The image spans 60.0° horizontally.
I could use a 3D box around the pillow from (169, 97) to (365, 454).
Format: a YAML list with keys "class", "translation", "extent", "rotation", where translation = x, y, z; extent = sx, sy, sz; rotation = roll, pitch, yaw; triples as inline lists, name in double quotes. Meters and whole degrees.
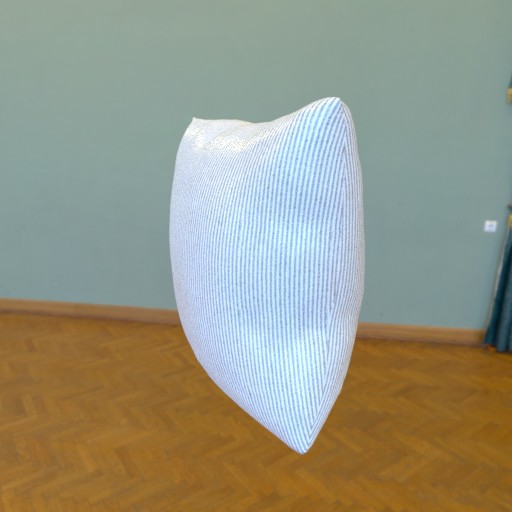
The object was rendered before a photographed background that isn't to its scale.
- class: "pillow"
  translation: [0.000, 0.000, 0.686]
  extent: [0.310, 0.432, 0.387]
  rotation: [2, 15, 8]
